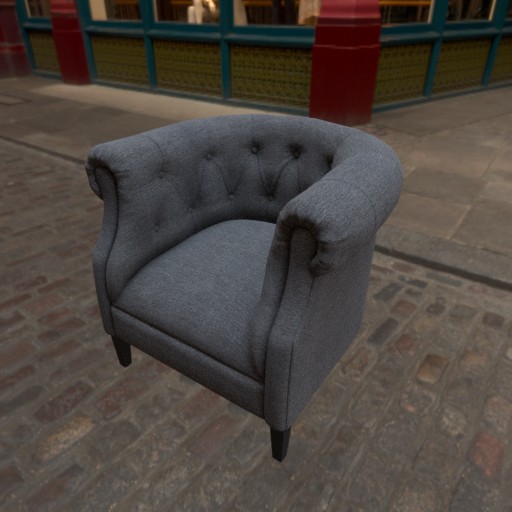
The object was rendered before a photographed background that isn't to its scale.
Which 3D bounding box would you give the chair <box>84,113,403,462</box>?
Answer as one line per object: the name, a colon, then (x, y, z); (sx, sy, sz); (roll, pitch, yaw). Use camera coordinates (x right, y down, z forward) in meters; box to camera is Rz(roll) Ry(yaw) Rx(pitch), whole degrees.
chair: (0.000, 0.000, 1.572); (0.905, 0.827, 0.852); (20, 36, 29)
